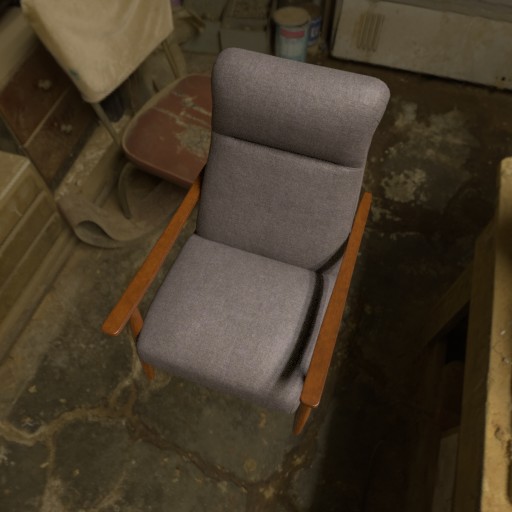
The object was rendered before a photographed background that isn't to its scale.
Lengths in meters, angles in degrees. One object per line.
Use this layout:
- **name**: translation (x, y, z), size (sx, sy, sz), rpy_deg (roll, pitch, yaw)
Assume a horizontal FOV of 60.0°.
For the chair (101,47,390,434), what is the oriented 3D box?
- **chair**: translation (0.000, 0.000, 1.751), size (0.762, 1.081, 1.014), rpy_deg (17, 60, 10)
